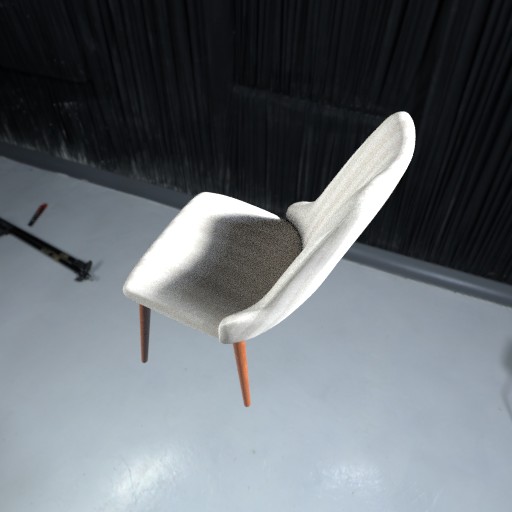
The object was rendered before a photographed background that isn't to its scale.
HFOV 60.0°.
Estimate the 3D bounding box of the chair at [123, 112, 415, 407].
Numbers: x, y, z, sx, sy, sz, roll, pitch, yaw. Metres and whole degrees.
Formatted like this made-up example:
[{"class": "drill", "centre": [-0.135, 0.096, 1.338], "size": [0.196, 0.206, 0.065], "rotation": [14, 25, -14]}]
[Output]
[{"class": "chair", "centre": [0.000, 0.000, 1.307], "size": [0.684, 0.917, 0.526], "rotation": [18, 50, 16]}]
